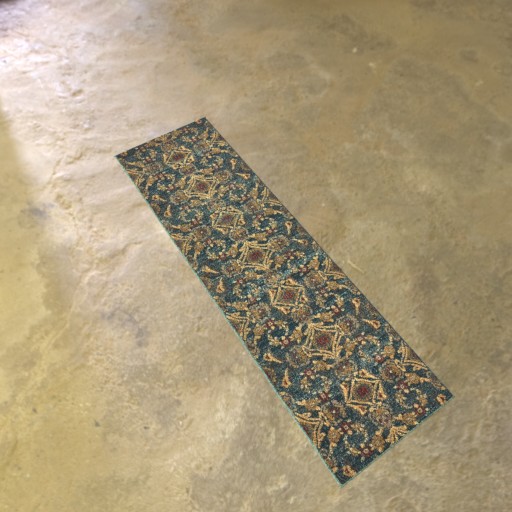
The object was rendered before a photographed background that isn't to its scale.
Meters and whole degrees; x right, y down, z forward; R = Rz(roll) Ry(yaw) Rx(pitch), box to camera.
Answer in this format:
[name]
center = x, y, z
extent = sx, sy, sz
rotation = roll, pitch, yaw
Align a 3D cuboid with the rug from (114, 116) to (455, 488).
[rug]
center = 0.000, 0.000, 2.450
extent = 0.685, 0.014, 2.292
rotation = -29, 62, -17
